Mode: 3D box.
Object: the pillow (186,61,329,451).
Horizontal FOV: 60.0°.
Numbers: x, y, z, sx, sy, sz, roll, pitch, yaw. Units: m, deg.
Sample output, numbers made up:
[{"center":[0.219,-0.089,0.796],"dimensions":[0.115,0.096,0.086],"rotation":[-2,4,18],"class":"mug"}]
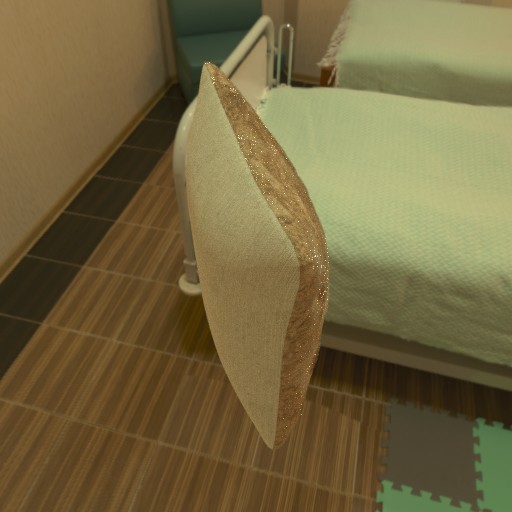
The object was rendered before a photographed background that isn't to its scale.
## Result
[{"center":[0.000,0.000,0.821],"dimensions":[0.216,0.525,0.538],"rotation":[-10,47,-10],"class":"pillow"}]
